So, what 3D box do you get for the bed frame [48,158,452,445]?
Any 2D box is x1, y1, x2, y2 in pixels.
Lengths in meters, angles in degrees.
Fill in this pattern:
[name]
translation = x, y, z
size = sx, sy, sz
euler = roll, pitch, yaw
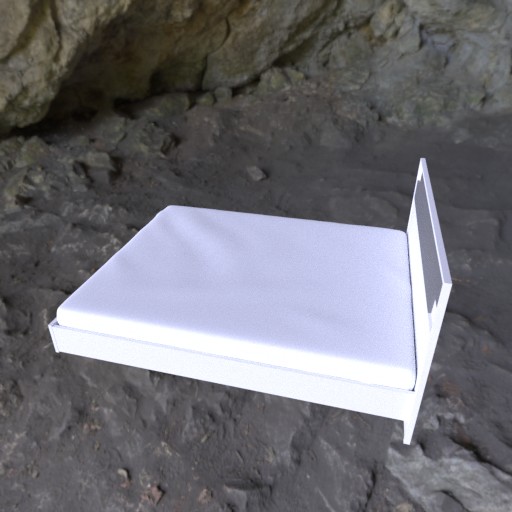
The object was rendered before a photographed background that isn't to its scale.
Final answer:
[bed frame]
translation = 0.000, 0.000, 2.999
size = 2.100, 1.001, 1.711
euler = 8, 31, 13
